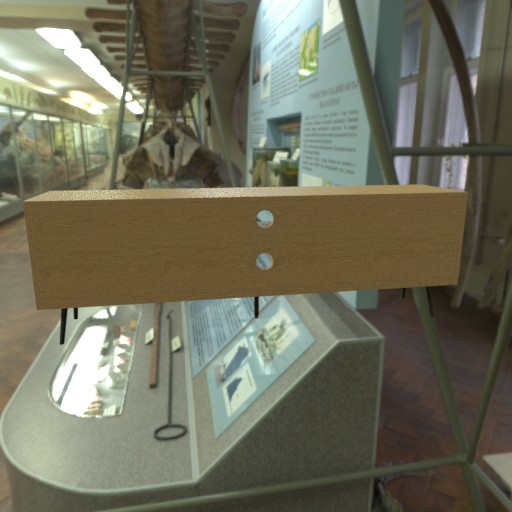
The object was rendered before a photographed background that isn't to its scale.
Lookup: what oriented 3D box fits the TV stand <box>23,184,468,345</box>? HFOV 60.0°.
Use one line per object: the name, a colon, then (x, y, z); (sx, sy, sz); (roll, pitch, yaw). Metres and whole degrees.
TV stand: (0.000, 0.000, 1.992); (1.760, 0.580, 0.400); (-3, 14, -10)
